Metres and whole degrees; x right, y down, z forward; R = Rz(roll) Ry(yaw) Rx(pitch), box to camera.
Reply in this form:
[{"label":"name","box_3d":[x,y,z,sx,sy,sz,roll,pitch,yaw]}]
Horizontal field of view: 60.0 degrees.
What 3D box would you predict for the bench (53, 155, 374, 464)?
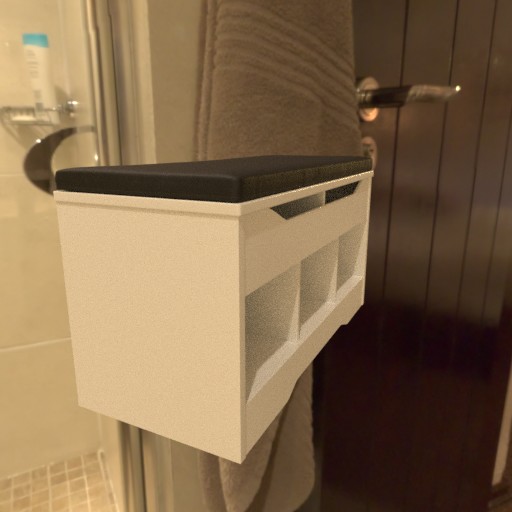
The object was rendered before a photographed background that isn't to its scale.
[{"label":"bench","box_3d":[0.000,0.000,1.180,0.401,0.500,0.899,7,16,26]}]
